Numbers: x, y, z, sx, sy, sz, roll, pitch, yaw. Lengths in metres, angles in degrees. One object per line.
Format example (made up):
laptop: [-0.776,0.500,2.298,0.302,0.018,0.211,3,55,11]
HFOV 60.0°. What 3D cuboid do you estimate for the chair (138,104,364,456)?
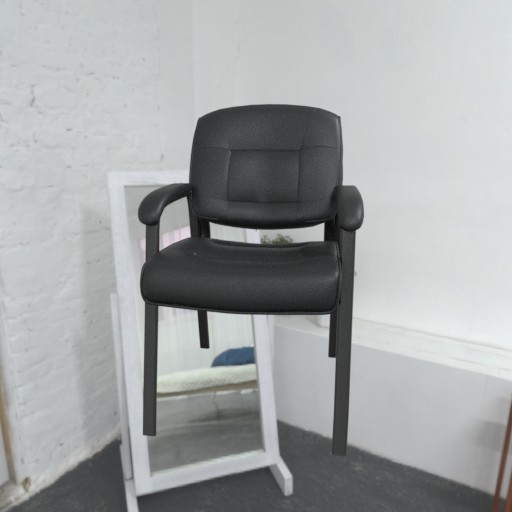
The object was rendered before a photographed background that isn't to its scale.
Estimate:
chair: [0.000,0.000,1.329,0.591,0.910,0.668,2,14,9]
